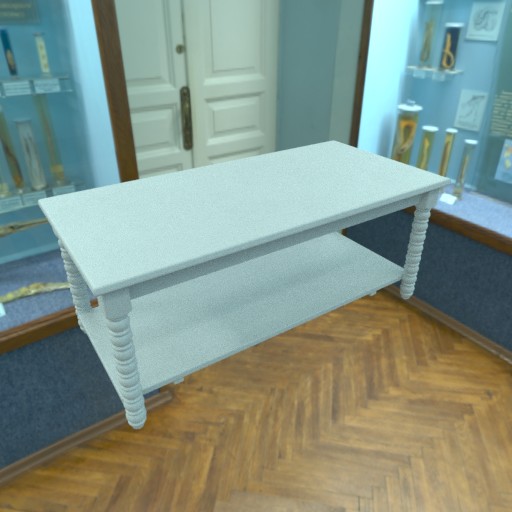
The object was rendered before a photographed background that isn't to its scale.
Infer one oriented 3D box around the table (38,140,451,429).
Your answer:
[{"bbox_3d":[0.000,0.000,1.501,1.171,0.487,0.580,-18,35,-29],"label":"table"}]
